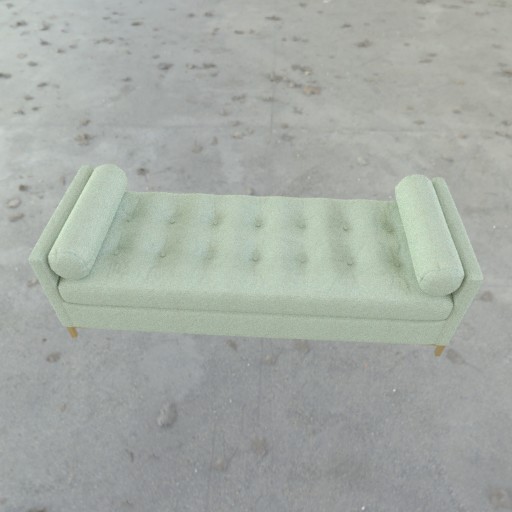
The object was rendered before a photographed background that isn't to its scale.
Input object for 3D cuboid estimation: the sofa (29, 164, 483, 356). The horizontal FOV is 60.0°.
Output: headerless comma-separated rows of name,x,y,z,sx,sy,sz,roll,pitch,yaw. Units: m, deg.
sofa,0.000,0.000,2.476,2.102,0.705,0.796,2,46,2
